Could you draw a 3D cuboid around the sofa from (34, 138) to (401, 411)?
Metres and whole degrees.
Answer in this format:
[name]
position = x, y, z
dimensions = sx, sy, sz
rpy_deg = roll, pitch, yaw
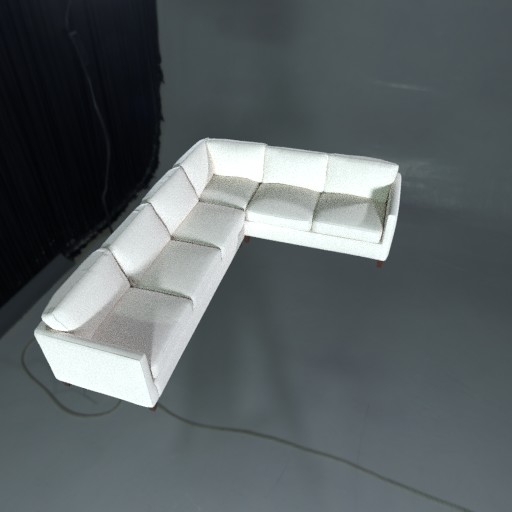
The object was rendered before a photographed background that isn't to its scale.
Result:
[sofa]
position = 0.000, 0.000, 4.382
dimensions = 2.593, 0.947, 3.302
rpy_deg = 11, 41, 13
